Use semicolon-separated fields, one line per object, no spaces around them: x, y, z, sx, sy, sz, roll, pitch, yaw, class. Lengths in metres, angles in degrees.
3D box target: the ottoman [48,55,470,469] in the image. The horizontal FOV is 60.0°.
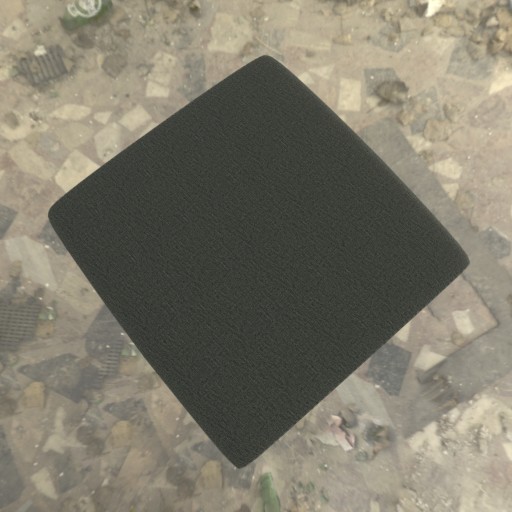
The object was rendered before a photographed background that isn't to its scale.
0.000;0.000;1.056;0.649;0.398;0.650;-39;79;-9;ottoman
